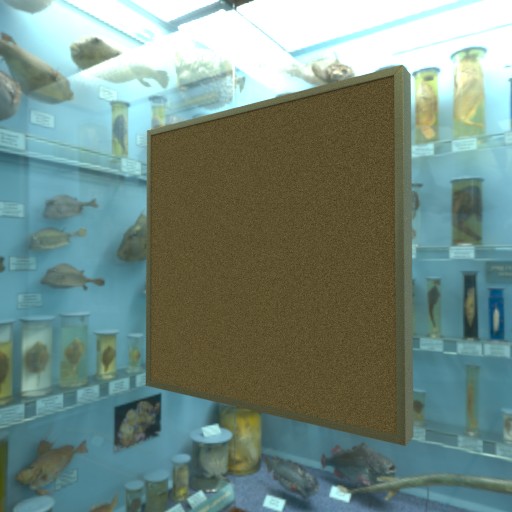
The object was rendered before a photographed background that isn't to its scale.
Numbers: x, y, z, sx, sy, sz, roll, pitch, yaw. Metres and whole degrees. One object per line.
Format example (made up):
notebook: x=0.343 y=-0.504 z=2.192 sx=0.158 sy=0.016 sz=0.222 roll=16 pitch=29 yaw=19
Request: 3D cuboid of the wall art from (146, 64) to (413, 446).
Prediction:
wall art: x=0.000 y=0.000 z=0.746 sx=0.505 sy=0.505 sz=0.037 roll=-1 pitch=-1 yaw=35
